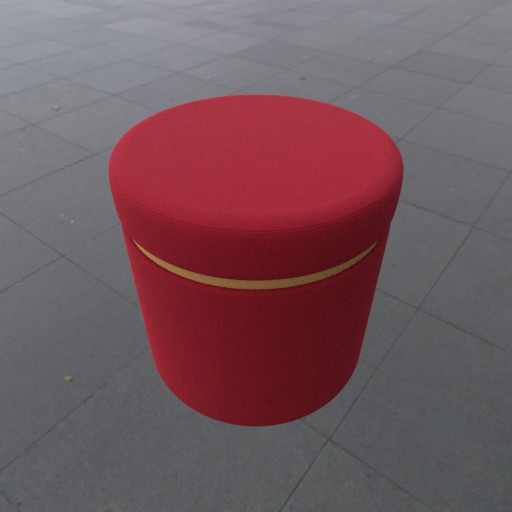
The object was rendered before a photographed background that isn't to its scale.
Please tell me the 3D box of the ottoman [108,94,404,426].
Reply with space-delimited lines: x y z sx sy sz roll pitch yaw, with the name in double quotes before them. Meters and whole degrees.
"ottoman" 0.000 0.000 0.735 0.400 0.406 0.400 0 40 0
